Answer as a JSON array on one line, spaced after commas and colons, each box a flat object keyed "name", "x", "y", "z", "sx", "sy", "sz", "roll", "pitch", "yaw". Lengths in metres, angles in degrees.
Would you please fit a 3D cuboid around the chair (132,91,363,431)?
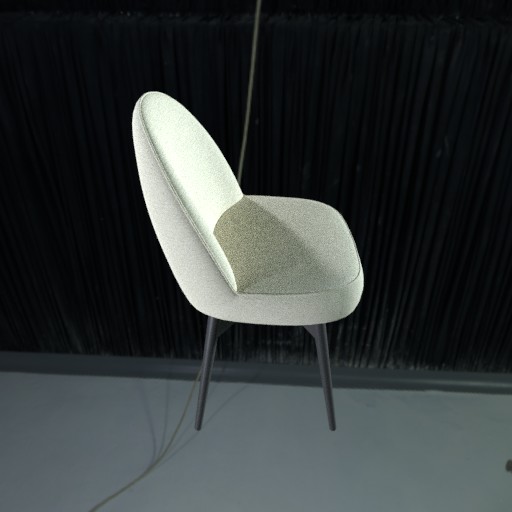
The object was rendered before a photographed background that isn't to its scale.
[{"name": "chair", "x": 0.000, "y": 0.000, "z": 1.201, "sx": 0.540, "sy": 0.838, "sz": 0.532, "roll": 0, "pitch": 32, "yaw": 0}]
